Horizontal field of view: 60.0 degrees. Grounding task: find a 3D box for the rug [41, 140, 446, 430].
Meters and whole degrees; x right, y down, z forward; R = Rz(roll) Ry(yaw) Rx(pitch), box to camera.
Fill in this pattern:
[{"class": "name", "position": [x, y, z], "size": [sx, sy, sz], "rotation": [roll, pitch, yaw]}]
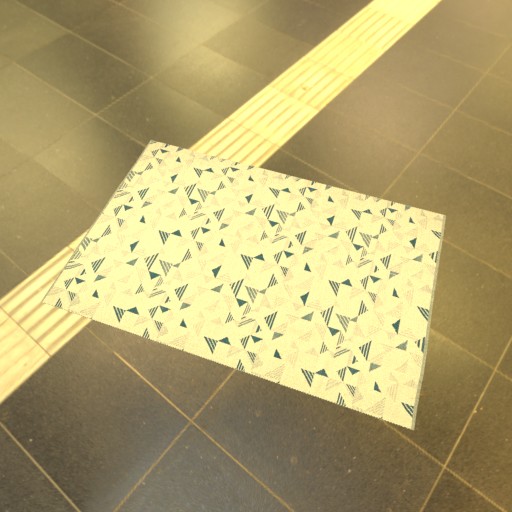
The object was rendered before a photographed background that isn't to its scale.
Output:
[{"class": "rug", "position": [0.000, 0.000, 2.328], "size": [1.835, 0.003, 1.206], "rotation": [16, 59, 10]}]
